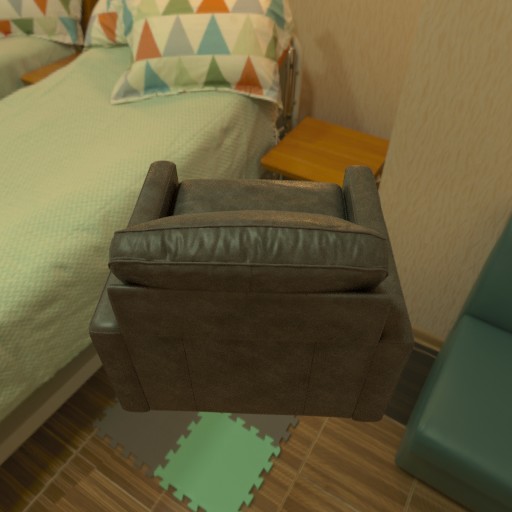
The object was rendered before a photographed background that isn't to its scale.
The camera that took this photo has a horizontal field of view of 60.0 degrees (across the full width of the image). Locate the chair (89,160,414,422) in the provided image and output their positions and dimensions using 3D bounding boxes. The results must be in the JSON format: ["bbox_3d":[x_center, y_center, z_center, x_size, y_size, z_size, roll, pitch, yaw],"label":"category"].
[{"bbox_3d":[0.000,0.000,1.722,1.006,0.916,0.939,2,45,2],"label":"chair"}]
